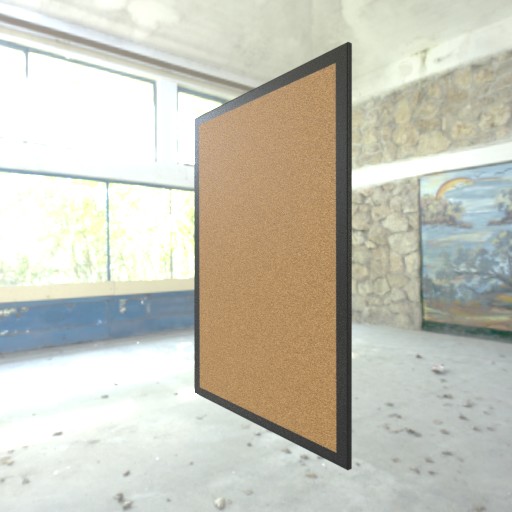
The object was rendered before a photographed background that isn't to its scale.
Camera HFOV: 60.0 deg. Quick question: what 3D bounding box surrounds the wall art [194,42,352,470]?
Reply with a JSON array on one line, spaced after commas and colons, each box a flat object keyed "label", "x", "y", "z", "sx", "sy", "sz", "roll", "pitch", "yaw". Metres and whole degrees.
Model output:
[{"label": "wall art", "x": 0.000, "y": 0.000, "z": 1.286, "sx": 0.013, "sy": 0.967, "sz": 0.707, "roll": 0, "pitch": 0, "yaw": -37}]
